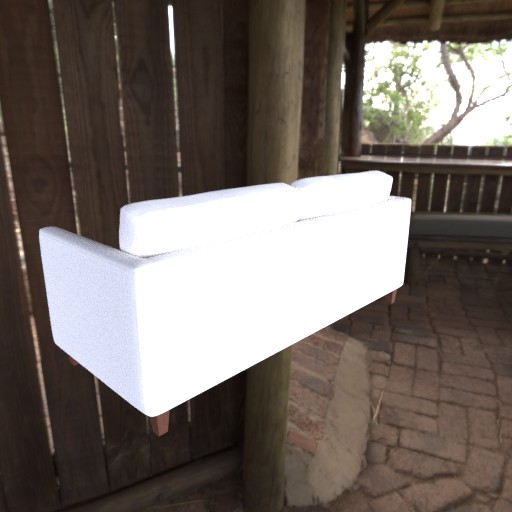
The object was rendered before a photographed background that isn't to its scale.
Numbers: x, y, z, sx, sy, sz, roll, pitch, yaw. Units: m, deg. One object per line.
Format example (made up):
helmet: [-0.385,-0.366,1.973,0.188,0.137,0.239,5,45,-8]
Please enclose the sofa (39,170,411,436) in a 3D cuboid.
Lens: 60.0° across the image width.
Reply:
sofa: [0.000,0.000,2.633,0.924,0.933,2.139,16,23,42]
